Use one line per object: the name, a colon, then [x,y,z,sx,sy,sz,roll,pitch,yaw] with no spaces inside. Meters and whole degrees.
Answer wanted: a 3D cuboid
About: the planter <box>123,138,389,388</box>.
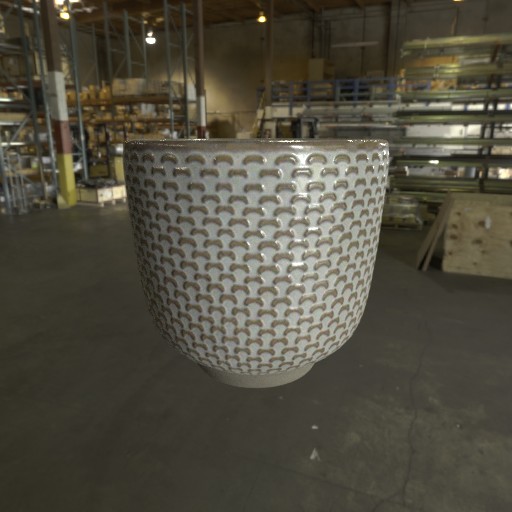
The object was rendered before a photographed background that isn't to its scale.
planter: [0.000,0.000,0.254,0.139,0.130,0.139,0,15,0]
